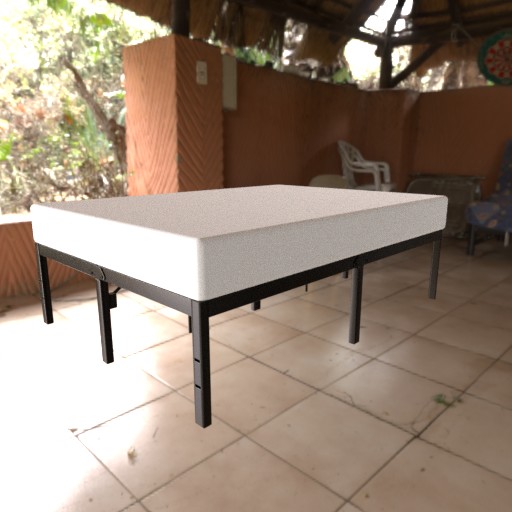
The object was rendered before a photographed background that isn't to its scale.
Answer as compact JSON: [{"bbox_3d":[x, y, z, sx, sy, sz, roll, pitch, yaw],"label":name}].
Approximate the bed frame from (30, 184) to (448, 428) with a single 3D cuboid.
[{"bbox_3d":[0.000,0.000,2.586,1.408,0.659,1.956,13,18,43],"label":"bed frame"}]
